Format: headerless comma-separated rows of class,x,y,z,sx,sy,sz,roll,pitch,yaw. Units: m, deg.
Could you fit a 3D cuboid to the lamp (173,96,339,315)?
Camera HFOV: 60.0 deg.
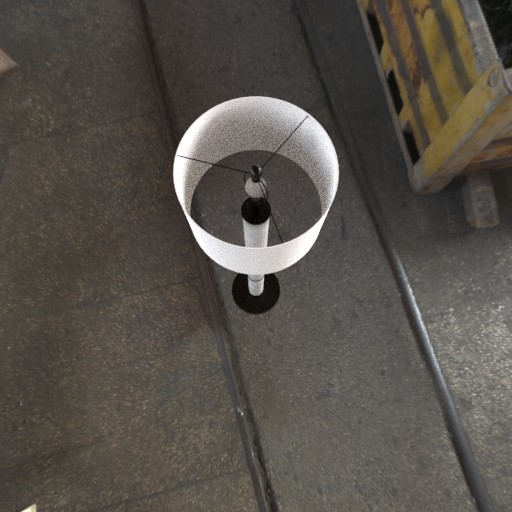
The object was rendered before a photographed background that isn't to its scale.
lamp,0.000,0.000,1.771,0.377,1.599,0.377,40,79,9
